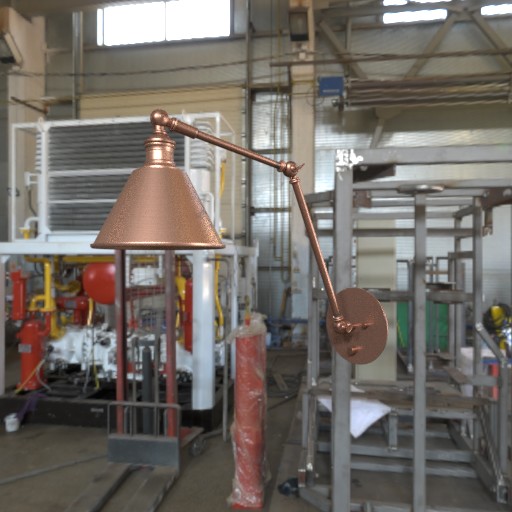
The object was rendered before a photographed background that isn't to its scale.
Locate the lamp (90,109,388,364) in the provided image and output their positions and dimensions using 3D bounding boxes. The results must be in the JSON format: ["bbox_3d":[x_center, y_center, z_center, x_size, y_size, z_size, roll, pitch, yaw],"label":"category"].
[{"bbox_3d":[0.000,0.000,0.871,0.624,0.502,0.223,0,0,-36],"label":"lamp"}]
